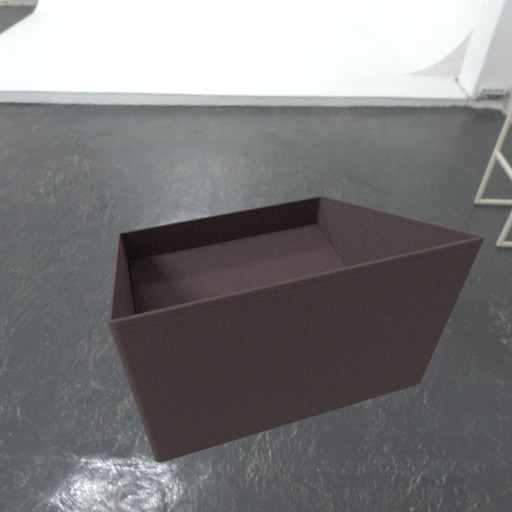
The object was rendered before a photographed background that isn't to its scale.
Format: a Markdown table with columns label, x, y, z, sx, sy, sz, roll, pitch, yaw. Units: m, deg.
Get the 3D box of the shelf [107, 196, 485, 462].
| label | x | y | z | sx | sy | sz | roll | pitch | yaw |
| --- | --- | --- | --- | --- | --- | --- | --- | --- | --- |
| shelf | 0.000 | 0.000 | 0.489 | 0.292 | 0.210 | 0.292 | -12 | 43 | -13 |
